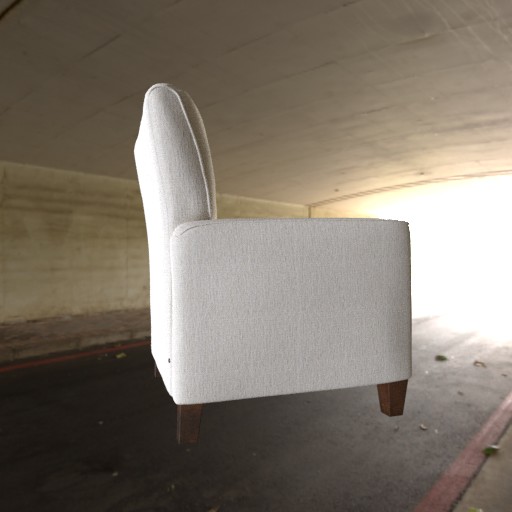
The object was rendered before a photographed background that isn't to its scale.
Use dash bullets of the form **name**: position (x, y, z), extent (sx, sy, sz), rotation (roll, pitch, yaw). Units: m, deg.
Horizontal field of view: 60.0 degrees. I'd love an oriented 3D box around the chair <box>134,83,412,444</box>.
- **chair**: position (0.000, 0.000, 1.664), extent (0.858, 1.028, 0.841), rotation (0, 0, -18)
